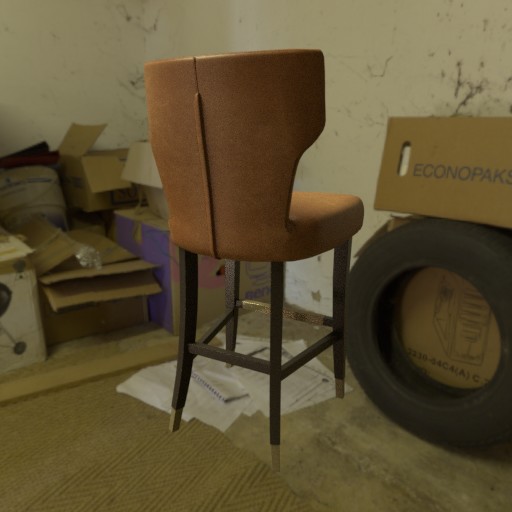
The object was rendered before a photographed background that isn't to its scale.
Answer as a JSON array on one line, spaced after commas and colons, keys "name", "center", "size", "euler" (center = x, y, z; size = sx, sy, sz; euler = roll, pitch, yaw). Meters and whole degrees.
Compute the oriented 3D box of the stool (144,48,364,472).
[{"name": "stool", "center": [0.000, 0.000, 1.365], "size": [0.526, 1.092, 0.563], "euler": [8, 18, 27]}]
